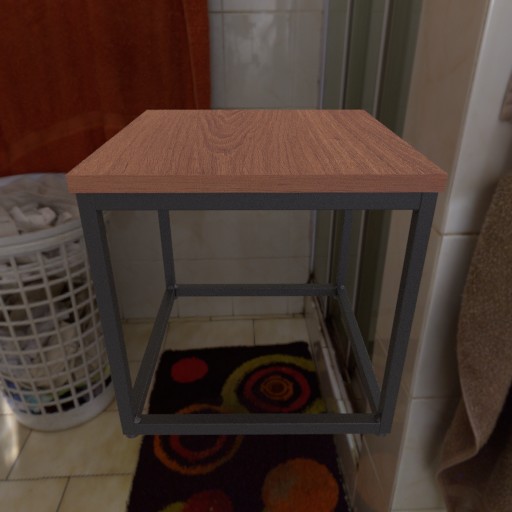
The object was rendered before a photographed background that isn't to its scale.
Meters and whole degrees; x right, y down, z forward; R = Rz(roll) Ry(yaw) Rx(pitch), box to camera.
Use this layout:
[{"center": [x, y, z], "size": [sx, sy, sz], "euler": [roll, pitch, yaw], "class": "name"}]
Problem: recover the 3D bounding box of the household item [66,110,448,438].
[{"center": [0.000, 0.000, 0.733], "size": [0.400, 0.400, 0.400], "euler": [0, 27, 0], "class": "household item"}]
